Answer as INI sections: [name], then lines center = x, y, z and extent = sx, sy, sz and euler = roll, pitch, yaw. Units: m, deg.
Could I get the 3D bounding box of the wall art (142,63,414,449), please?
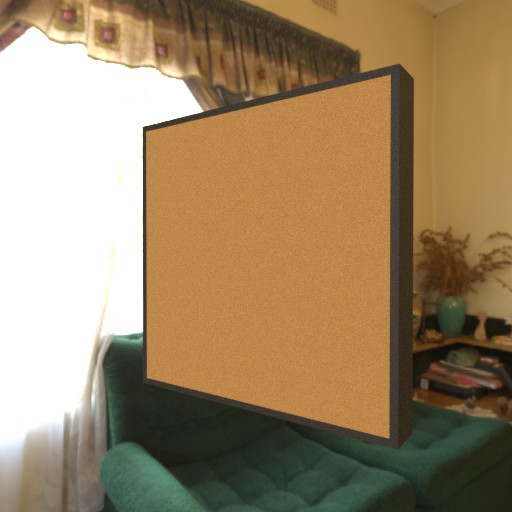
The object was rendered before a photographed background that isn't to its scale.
[wall art]
center = 0.000, 0.000, 0.453
extent = 0.304, 0.304, 0.038
euler = 1, 1, 36
